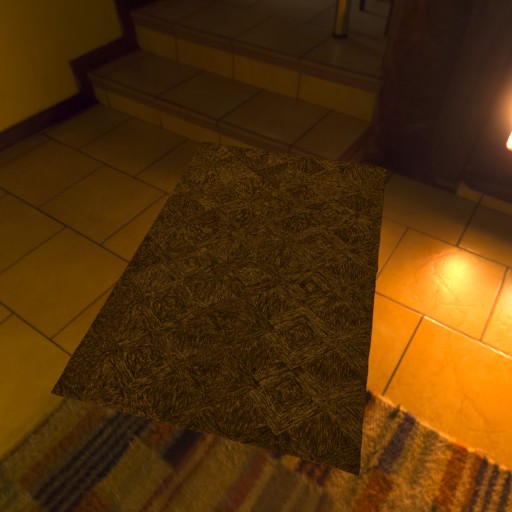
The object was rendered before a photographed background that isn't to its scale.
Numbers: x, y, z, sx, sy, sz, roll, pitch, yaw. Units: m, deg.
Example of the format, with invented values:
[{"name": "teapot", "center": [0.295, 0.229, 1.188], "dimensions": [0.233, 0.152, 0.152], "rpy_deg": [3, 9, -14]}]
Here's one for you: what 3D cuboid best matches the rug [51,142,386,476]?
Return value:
[{"name": "rug", "center": [0.000, 0.000, 2.203], "dimensions": [1.189, 0.011, 1.808], "rpy_deg": [11, 48, 10]}]
